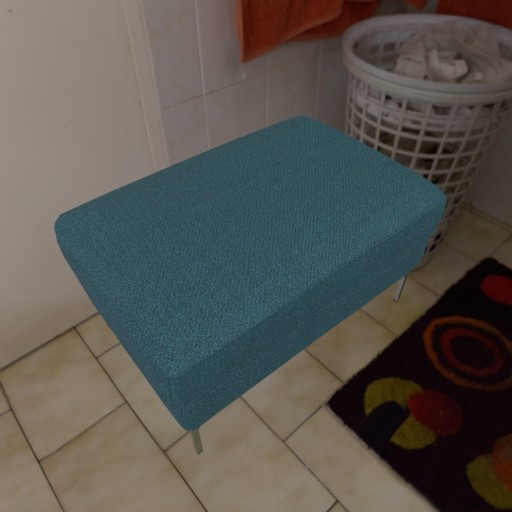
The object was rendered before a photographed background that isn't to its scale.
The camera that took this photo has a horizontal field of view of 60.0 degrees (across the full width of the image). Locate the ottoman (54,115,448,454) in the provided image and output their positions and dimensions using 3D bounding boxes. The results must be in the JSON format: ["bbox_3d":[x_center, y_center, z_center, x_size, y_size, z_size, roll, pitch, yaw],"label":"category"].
[{"bbox_3d":[0.000,0.000,1.211,0.856,0.498,0.563,-30,52,-27],"label":"ottoman"}]
